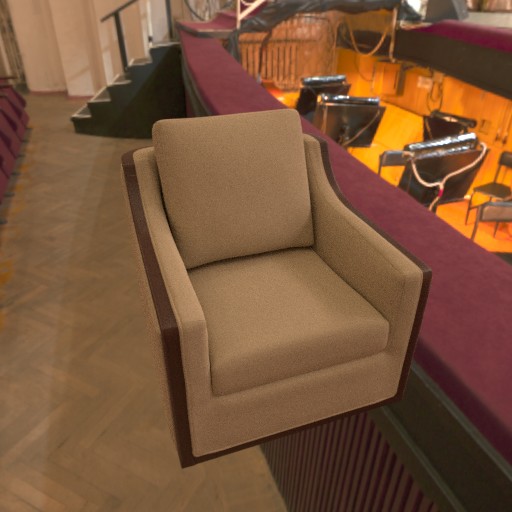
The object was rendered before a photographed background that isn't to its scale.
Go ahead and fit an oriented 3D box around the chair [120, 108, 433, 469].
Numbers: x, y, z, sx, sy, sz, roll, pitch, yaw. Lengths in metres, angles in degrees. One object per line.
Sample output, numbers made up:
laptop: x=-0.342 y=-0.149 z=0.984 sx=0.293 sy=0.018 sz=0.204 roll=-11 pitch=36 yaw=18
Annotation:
chair: x=0.000 y=0.000 z=1.677 sx=0.870 sy=0.930 sz=0.950 roll=-10 pitch=33 yaw=-16
